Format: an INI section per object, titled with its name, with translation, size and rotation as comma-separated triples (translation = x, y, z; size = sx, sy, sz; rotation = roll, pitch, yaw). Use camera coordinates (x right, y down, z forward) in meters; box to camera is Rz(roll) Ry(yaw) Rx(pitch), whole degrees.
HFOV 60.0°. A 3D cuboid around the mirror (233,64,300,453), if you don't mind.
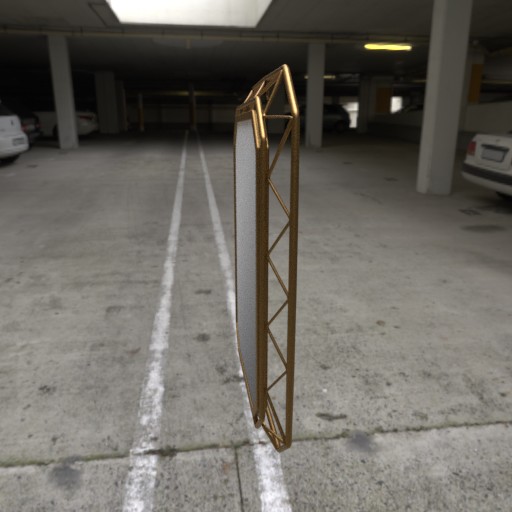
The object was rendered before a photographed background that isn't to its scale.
[mirror]
translation = 0.000, 0.000, 0.745
size = 0.042, 0.566, 0.417
rotation = -2, 16, -8
